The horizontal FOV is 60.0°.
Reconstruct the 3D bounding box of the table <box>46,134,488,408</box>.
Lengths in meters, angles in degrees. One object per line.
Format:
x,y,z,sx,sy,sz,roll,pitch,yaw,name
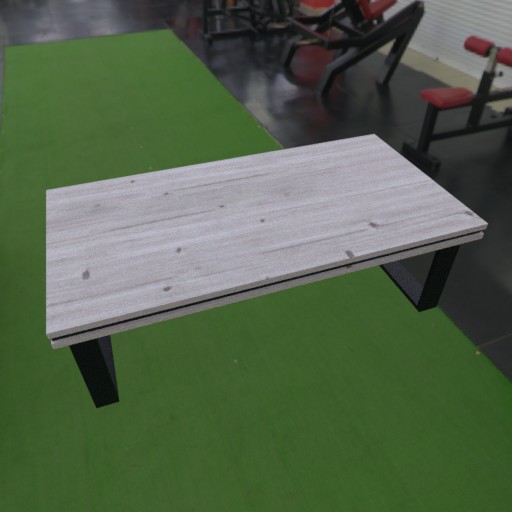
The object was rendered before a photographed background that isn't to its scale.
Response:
0.000,0.000,1.662,1.350,0.450,0.700,-13,42,-15,table
